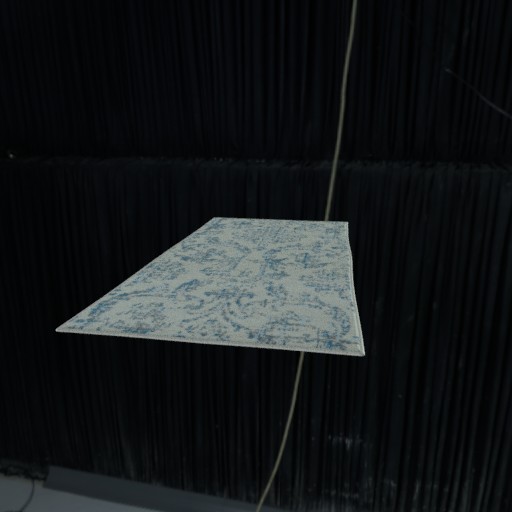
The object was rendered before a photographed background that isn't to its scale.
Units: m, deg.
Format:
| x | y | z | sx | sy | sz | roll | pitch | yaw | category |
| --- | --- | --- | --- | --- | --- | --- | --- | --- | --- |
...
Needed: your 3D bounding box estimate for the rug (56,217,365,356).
| x | y | z | sx | sy | sz | roll | pitch | yaw | category |
| --- | --- | --- | --- | --- | --- | --- | --- | --- | --- |
| 0.000 | 0.000 | 1.414 | 0.605 | 0.007 | 1.220 | 3 | 16 | 10 | rug |
